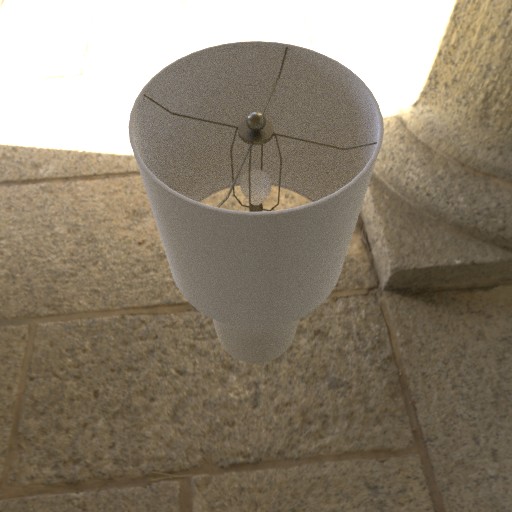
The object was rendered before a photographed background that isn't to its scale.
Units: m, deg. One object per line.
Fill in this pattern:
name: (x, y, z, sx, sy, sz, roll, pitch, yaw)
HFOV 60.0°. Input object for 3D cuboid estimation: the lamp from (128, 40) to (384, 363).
lamp: (0.000, 0.000, 0.494, 0.188, 0.392, 0.188, -30, 63, -18)
